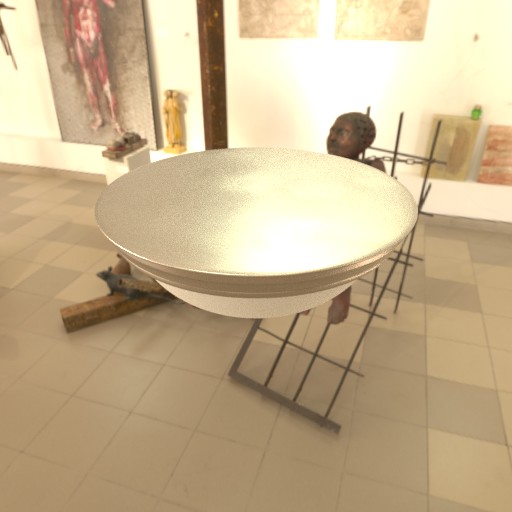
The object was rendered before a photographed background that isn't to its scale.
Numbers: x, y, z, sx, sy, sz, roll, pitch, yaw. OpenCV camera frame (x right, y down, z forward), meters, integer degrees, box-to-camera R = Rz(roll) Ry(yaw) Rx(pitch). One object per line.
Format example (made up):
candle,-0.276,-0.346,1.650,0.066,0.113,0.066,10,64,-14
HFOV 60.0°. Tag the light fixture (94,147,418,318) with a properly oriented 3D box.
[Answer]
light fixture,0.000,0.000,0.434,0.280,0.135,0.280,0,30,0
